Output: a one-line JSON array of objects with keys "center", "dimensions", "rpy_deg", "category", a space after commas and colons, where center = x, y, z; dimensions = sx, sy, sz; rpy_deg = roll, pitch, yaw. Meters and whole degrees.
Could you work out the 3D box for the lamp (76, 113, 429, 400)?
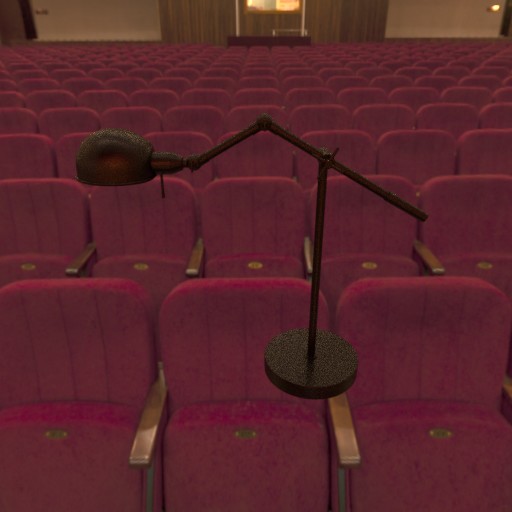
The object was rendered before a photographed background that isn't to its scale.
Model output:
[{"center": [0.000, 0.000, 0.792], "dimensions": [0.567, 0.495, 0.185], "rpy_deg": [0, 25, 1], "category": "lamp"}]
